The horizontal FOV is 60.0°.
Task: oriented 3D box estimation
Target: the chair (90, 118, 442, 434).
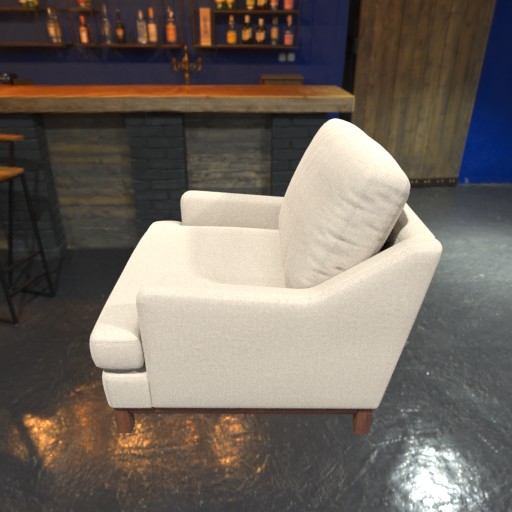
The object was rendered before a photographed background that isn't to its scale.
[{"bbox_3d":[0.000,0.000,1.666,1.001,0.916,0.912,0,27,0],"label":"chair"}]
